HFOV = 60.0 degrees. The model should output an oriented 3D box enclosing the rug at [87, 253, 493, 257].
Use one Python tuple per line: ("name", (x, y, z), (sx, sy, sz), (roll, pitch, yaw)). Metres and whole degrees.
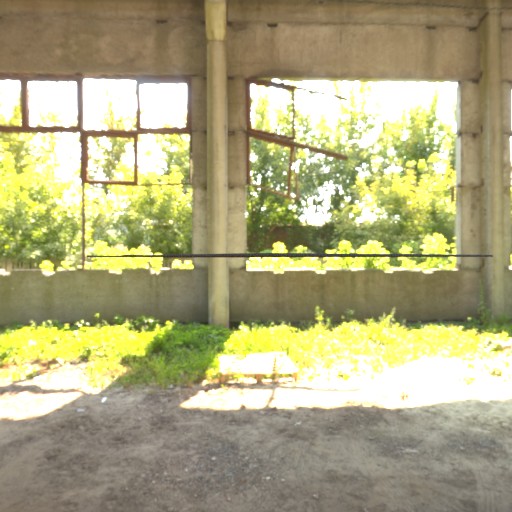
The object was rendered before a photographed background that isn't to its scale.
("rug", (0.000, 0.000, 2.284), (1.207, 0.012, 1.820), (0, 0, -36))
